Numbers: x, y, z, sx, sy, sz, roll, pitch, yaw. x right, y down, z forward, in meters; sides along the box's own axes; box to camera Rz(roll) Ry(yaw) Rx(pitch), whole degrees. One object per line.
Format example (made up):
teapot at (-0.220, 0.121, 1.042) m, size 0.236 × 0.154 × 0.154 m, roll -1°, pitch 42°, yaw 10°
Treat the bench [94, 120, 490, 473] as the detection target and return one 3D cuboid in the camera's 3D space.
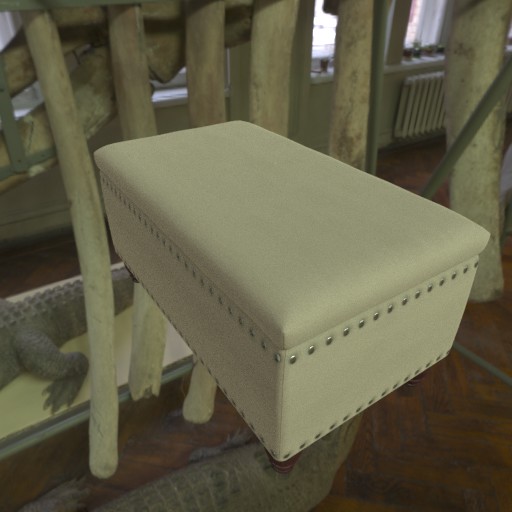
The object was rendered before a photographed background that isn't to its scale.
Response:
bench at (0.000, 0.000, 1.144) m, size 0.500 × 0.449 × 0.887 m, roll -20°, pitch 38°, yaw -28°
